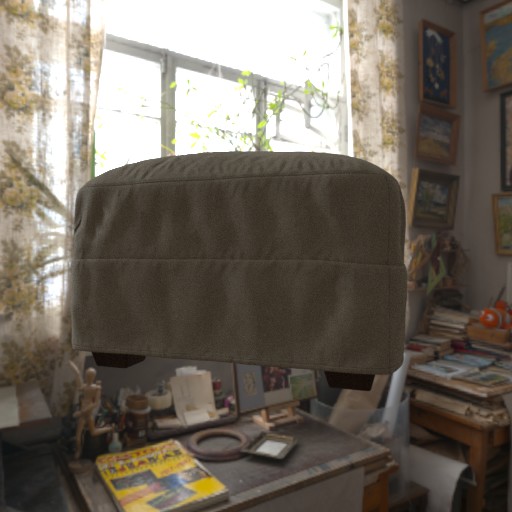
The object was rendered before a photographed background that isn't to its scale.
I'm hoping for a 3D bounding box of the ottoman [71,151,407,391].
[{"bbox_3d":[0.000,0.000,1.100,0.712,0.480,0.584,0,0,18],"label":"ottoman"}]
